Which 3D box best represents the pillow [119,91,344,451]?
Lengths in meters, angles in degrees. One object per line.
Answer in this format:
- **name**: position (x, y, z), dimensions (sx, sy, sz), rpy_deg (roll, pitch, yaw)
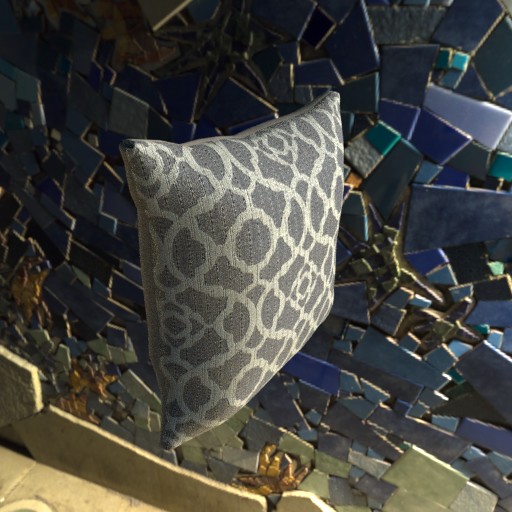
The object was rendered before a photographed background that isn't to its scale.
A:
- **pillow**: position (0.000, 0.000, 0.782), dimensions (0.215, 0.498, 0.508), rpy_deg (19, 33, 31)
